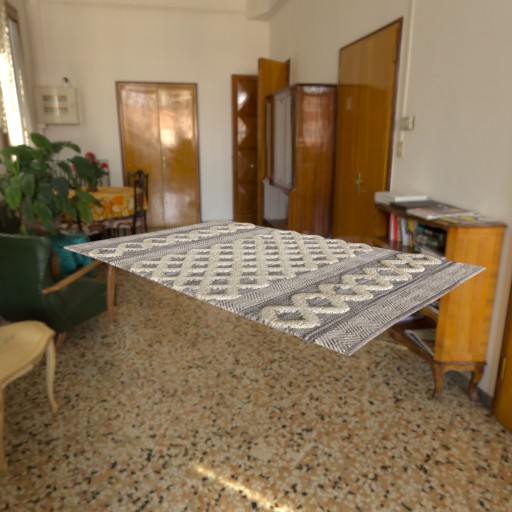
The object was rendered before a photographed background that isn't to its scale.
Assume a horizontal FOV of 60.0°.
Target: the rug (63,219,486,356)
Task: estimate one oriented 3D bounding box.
[{"bbox_3d":[0.000,0.000,2.873,2.333,0.033,1.513,14,20,42],"label":"rug"}]
